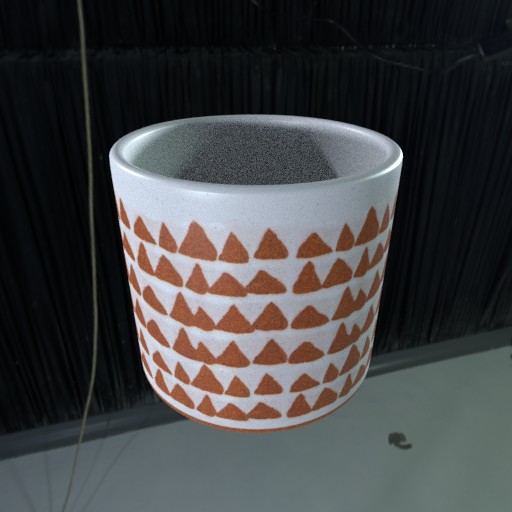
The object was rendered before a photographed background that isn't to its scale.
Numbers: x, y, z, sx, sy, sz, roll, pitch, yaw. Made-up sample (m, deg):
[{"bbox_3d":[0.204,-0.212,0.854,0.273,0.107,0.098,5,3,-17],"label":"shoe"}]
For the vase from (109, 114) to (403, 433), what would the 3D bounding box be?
[{"bbox_3d":[0.000,0.000,0.244,0.137,0.127,0.137,0,29,0],"label":"vase"}]
